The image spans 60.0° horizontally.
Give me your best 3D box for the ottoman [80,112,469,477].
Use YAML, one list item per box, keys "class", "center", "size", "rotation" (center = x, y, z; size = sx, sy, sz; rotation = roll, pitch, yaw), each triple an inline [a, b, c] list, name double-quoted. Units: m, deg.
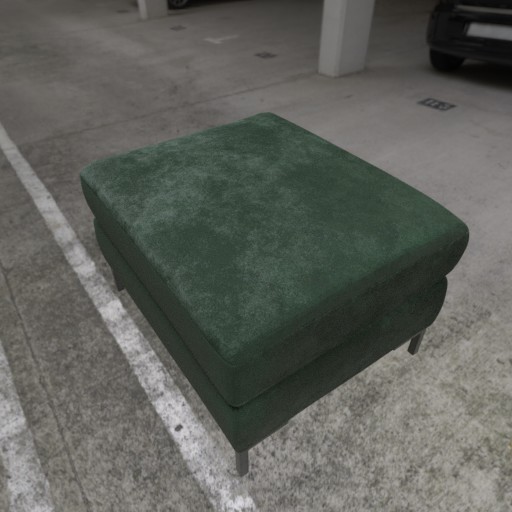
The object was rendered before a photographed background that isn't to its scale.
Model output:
- class: "ottoman"
  center: [0.000, 0.000, 1.295]
  size: [0.701, 0.538, 0.839]
  rotation: [-24, 46, -26]
